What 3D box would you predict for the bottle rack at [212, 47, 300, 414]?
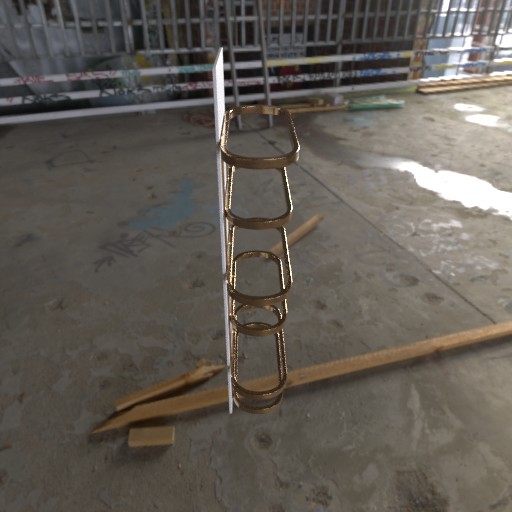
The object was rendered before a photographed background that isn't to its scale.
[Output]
[{"bbox_3d":[0.000,0.000,0.853,0.118,0.709,0.332,-1,33,-1],"label":"bottle rack"}]
